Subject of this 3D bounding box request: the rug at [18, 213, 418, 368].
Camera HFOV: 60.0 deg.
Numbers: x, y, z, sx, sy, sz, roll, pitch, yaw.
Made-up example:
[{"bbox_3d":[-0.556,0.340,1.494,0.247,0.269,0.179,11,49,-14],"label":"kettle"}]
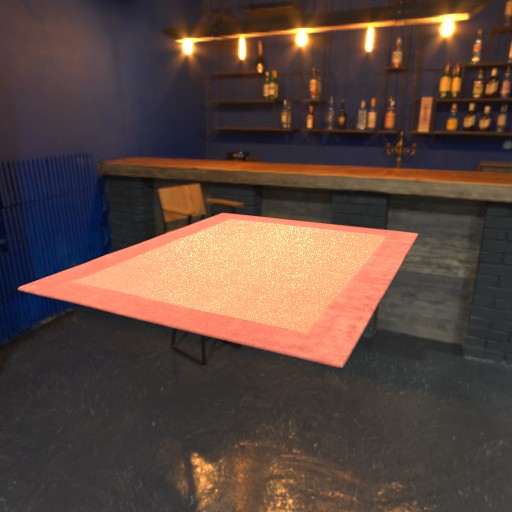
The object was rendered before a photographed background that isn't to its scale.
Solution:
[{"bbox_3d":[0.000,0.000,3.985,2.430,0.018,2.976,8,19,25],"label":"rug"}]
